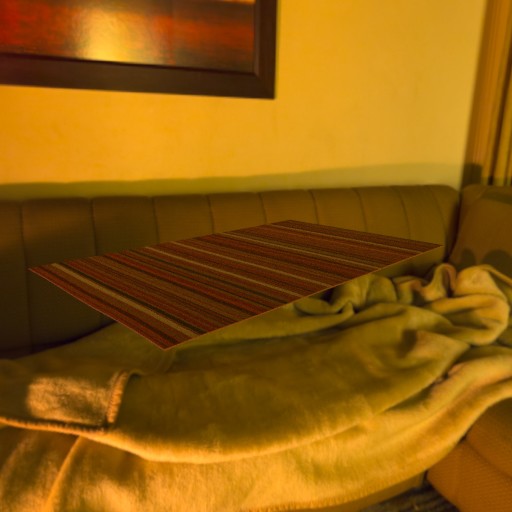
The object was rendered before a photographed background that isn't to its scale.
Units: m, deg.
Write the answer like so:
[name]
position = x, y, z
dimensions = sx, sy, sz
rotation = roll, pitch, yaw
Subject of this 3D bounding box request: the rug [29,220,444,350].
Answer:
[rug]
position = 0.000, 0.000, 3.023
dimensions = 2.438, 0.008, 1.523
rotation = -14, 20, -42
